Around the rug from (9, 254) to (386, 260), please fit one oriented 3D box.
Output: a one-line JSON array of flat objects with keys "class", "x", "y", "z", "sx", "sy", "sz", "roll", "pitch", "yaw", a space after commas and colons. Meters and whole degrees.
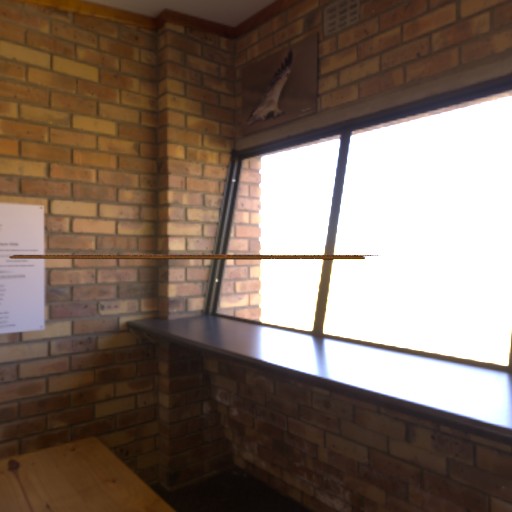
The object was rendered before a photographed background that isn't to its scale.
[{"class": "rug", "x": 0.000, "y": 0.000, "z": 2.121, "sx": 1.148, "sy": 0.013, "sz": 1.758, "roll": 0, "pitch": 0, "yaw": 18}]
